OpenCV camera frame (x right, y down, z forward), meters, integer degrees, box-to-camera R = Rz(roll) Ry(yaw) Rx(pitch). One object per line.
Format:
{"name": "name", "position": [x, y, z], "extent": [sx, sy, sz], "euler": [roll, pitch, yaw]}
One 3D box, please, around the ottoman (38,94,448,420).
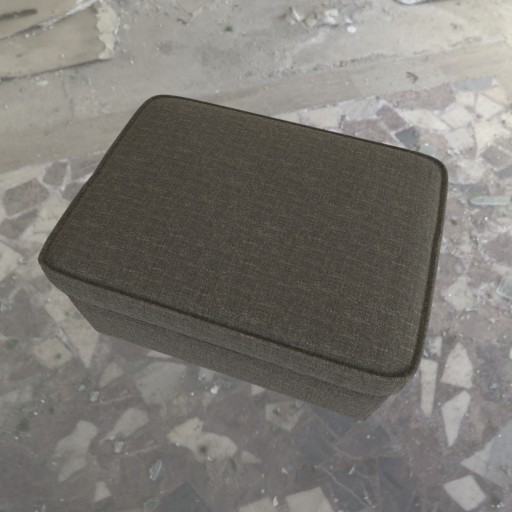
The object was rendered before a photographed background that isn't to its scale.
{"name": "ottoman", "position": [0.000, 0.000, 1.066], "extent": [0.749, 0.450, 0.549], "euler": [16, 60, 10]}
